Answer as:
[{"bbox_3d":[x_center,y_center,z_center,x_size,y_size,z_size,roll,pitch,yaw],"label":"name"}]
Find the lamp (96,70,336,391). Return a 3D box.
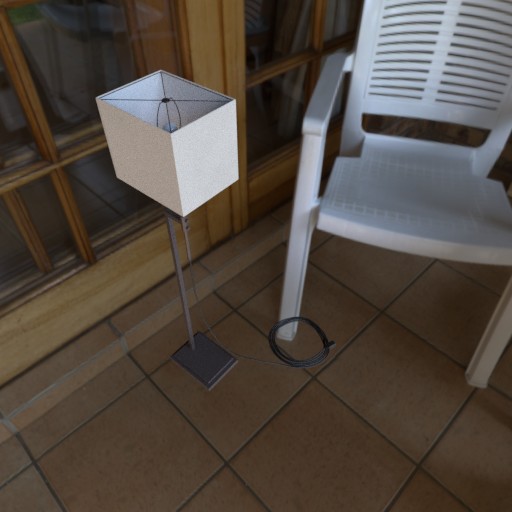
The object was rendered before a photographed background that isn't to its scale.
[{"bbox_3d":[0.000,0.000,2.043,0.698,1.600,0.774,31,53,27],"label":"lamp"}]
